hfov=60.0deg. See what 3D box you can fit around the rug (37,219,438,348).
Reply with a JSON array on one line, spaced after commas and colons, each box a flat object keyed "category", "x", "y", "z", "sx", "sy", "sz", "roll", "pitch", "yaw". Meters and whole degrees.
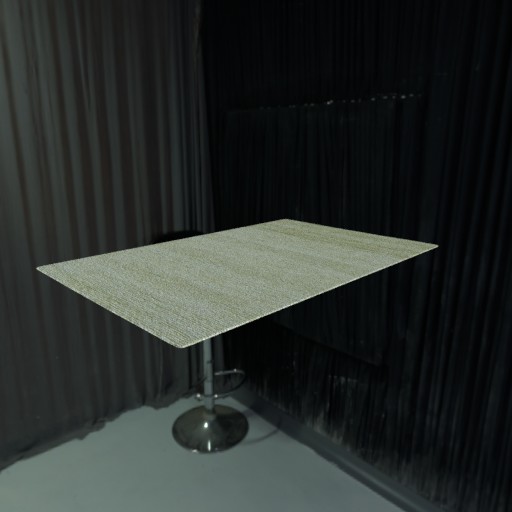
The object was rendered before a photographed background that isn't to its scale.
[{"category": "rug", "x": 0.000, "y": 0.000, "z": 2.265, "sx": 1.758, "sy": 0.010, "sz": 1.143, "roll": -15, "pitch": 21, "yaw": -43}]
